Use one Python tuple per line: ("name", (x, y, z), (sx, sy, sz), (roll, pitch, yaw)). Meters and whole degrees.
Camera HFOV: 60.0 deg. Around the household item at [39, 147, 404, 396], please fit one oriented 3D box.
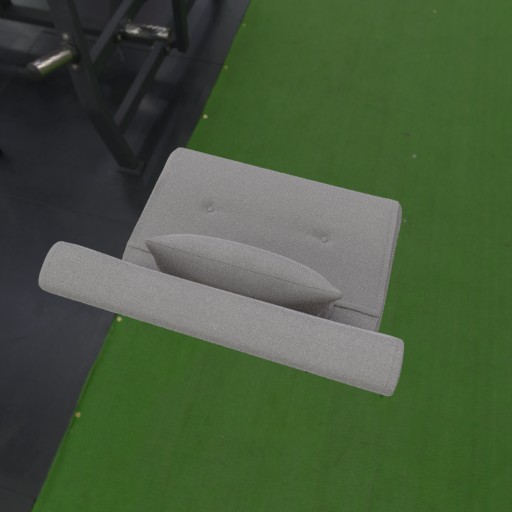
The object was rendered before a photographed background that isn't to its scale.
("household item", (0.000, 0.000, 1.641), (1.000, 0.800, 0.874), (15, 64, 8))
